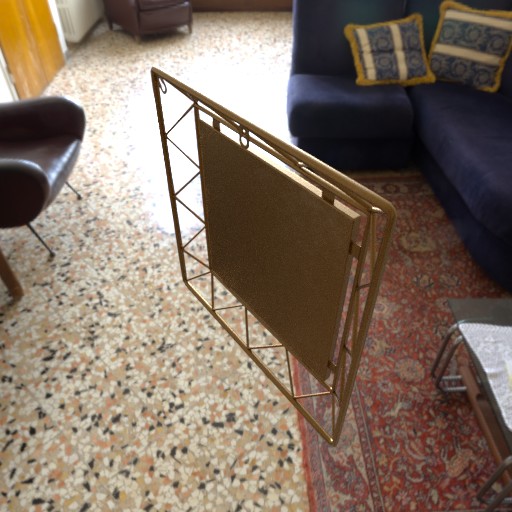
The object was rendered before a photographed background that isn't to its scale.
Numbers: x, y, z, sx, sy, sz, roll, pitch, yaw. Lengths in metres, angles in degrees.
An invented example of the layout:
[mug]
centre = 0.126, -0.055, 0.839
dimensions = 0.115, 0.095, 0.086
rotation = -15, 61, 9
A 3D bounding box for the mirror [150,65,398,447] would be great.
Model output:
[mirror]
centre = 0.000, 0.000, 0.616
dimensions = 0.046, 0.414, 0.416
rotation = -27, 48, -27
